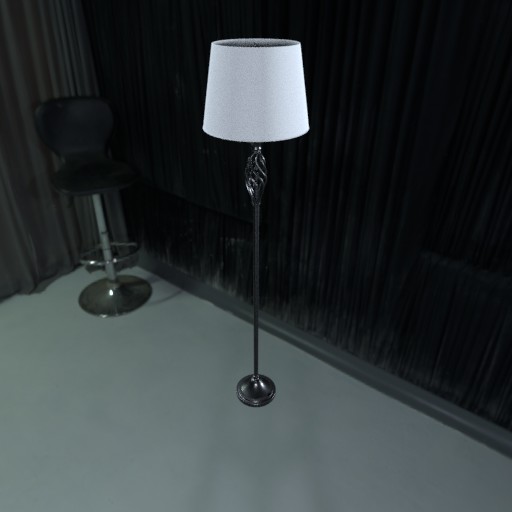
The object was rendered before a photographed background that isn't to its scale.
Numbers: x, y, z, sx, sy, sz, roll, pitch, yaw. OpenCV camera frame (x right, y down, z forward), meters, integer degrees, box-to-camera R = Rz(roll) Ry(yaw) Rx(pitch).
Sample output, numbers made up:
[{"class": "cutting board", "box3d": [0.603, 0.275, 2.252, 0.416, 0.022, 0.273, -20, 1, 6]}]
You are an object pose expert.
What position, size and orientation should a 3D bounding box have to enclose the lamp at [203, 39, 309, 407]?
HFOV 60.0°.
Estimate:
[{"class": "lamp", "box3d": [0.000, 0.000, 1.864, 0.379, 1.623, 0.379, 0, 31, 0]}]
